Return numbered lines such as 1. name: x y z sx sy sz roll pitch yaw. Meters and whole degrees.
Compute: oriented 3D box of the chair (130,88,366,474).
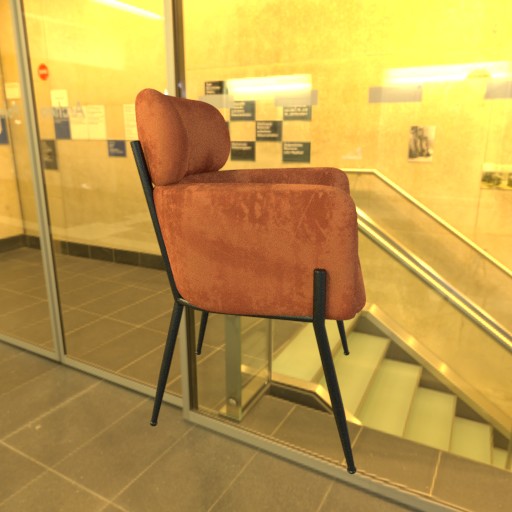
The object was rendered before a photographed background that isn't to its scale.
1. chair: 0.000 0.000 1.110 0.523 0.772 0.561 3 15 10
